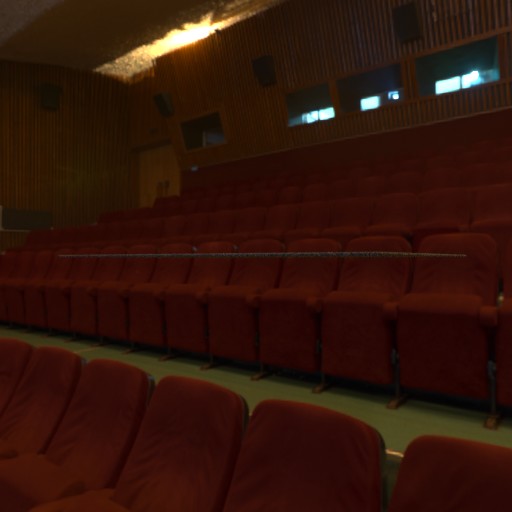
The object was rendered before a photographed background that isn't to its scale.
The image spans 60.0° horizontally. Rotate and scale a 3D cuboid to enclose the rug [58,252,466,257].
[{"bbox_3d":[0.000,0.000,2.254,1.754,0.010,1.139,0,-1,37],"label":"rug"}]
